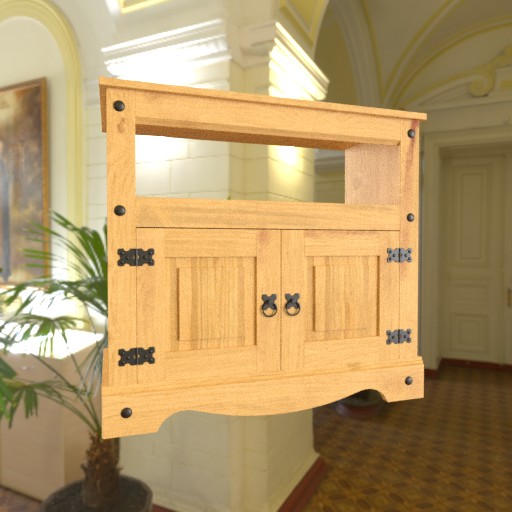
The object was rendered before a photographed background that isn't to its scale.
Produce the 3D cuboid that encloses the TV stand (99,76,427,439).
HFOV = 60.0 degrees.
[{"bbox_3d":[0.000,0.000,1.294,0.851,0.787,0.430,0,1,-18],"label":"TV stand"}]
